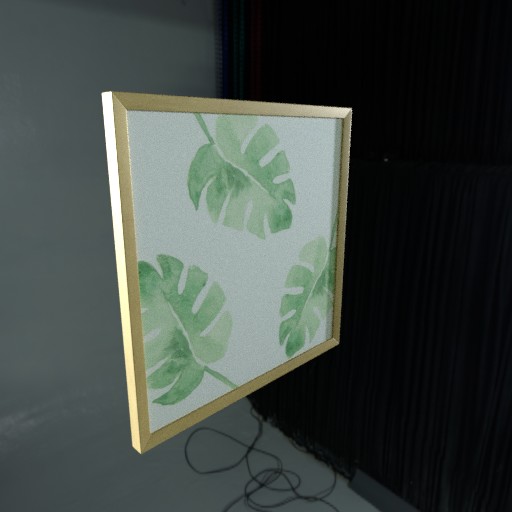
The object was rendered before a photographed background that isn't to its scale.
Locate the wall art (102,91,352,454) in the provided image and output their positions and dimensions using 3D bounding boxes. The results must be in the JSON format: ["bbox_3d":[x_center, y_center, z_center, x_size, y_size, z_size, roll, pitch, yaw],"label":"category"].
[{"bbox_3d":[0.000,0.000,1.160,0.037,0.763,0.763,15,21,43],"label":"wall art"}]
